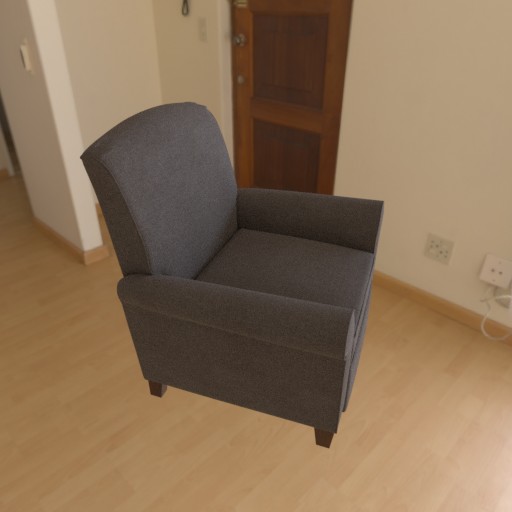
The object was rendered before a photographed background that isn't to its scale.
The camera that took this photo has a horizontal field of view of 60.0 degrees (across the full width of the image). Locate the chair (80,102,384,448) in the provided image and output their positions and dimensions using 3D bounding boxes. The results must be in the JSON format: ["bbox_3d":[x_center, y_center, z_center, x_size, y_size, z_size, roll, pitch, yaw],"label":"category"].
[{"bbox_3d":[0.000,0.000,1.744,0.905,1.061,0.978,10,32,17],"label":"chair"}]
